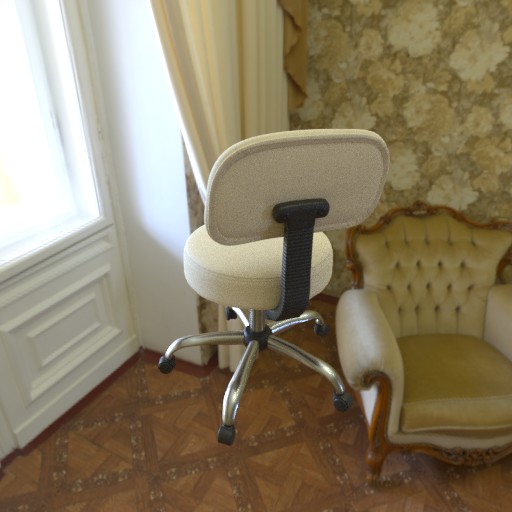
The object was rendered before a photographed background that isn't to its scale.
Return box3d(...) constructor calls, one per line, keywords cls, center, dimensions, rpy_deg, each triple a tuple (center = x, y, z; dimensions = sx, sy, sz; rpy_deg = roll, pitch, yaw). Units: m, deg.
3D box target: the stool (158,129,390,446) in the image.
box3d(cls="stool", center=(0.000, 0.000, 1.260), dimensions=(0.609, 0.810, 0.616), rpy_deg=(-9, 28, -17))
